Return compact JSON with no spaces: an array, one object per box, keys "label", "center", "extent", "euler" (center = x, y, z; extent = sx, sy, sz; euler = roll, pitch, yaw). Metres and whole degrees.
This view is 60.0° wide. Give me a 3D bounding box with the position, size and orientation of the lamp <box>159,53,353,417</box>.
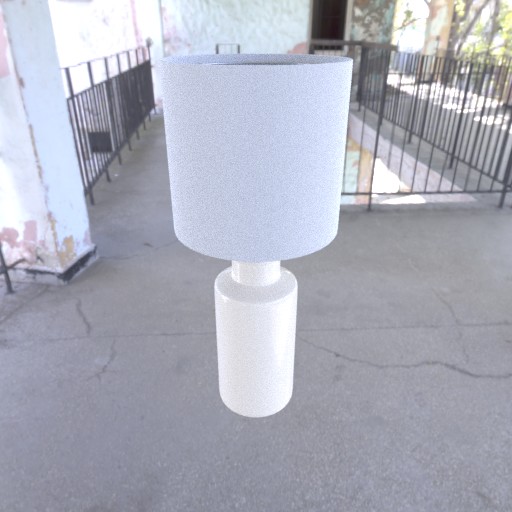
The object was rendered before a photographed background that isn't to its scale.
[{"label":"lamp","center":[0.000,0.000,0.604],"extent":[0.212,0.493,0.212],"euler":[8,28,15]}]
